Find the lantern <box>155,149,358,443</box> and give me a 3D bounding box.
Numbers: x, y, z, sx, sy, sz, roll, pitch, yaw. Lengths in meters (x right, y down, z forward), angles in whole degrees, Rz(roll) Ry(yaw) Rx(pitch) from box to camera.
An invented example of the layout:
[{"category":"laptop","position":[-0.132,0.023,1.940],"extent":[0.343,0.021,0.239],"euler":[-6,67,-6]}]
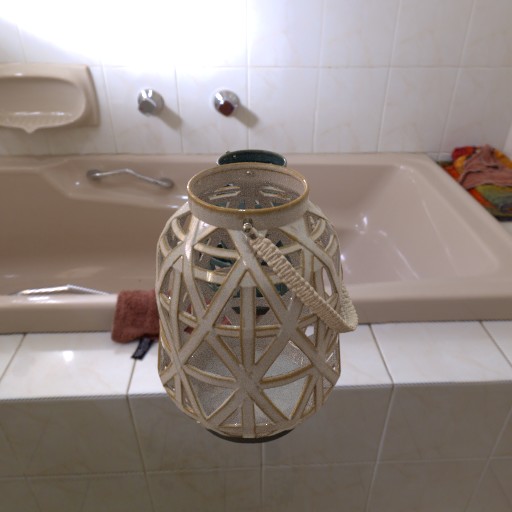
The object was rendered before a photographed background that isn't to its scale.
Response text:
[{"category":"lantern","position":[0.000,0.000,0.624],"extent":[0.245,0.307,0.439],"euler":[0,32,0]}]
